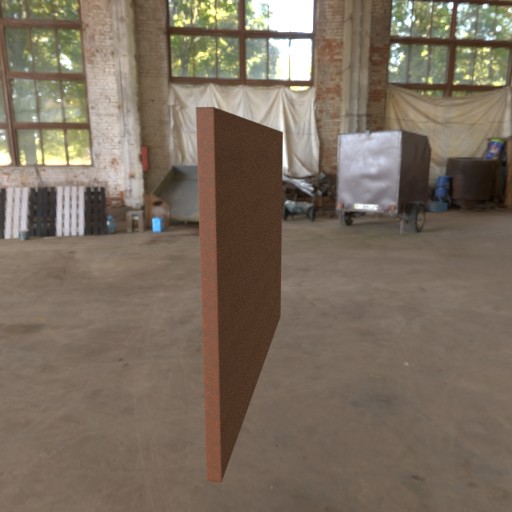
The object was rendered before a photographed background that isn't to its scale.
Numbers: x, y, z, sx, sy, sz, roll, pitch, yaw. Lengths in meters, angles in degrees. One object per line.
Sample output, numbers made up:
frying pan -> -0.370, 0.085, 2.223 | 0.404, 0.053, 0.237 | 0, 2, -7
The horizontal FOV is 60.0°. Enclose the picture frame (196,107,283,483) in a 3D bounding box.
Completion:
picture frame -> 0.000, 0.000, 1.783 | 0.045, 1.018, 1.329 | 2, 13, 10
